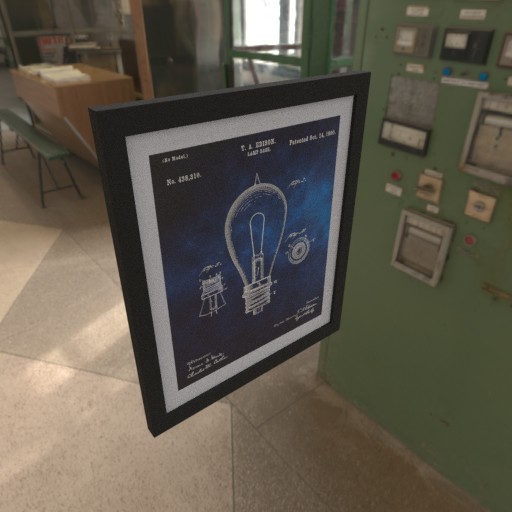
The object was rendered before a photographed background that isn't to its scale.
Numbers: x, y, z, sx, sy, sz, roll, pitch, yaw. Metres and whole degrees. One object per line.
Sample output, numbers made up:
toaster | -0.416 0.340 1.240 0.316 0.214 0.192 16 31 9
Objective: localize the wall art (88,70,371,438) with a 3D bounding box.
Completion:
wall art | 0.000 0.000 0.696 0.428 0.505 0.023 -22 37 -32
